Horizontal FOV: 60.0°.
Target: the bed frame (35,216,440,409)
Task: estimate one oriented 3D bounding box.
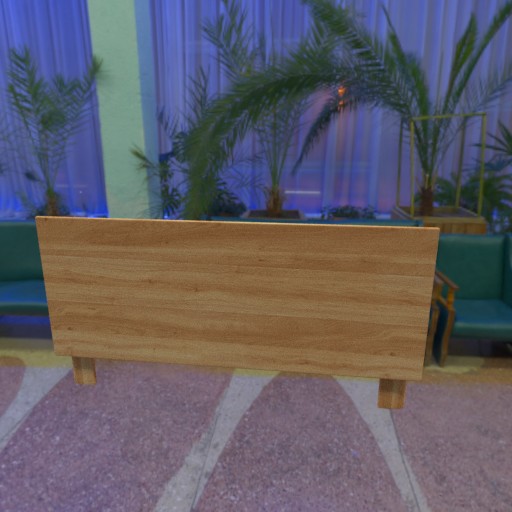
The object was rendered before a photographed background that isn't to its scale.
[{"bbox_3d":[0.000,0.000,3.146,1.872,0.940,2.092,2,17,7],"label":"bed frame"}]
